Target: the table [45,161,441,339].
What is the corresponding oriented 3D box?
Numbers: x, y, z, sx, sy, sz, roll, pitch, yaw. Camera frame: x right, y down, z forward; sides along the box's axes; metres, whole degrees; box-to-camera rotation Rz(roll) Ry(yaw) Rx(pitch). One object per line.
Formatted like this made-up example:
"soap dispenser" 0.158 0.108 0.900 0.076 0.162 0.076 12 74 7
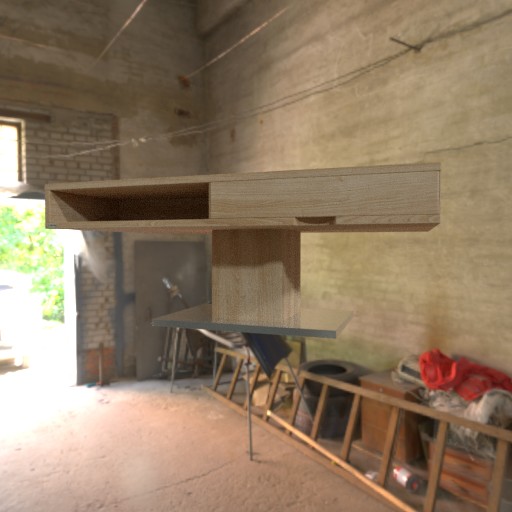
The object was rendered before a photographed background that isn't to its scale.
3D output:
"table" 0.000 0.000 1.483 1.100 0.440 0.700 1 2 19
